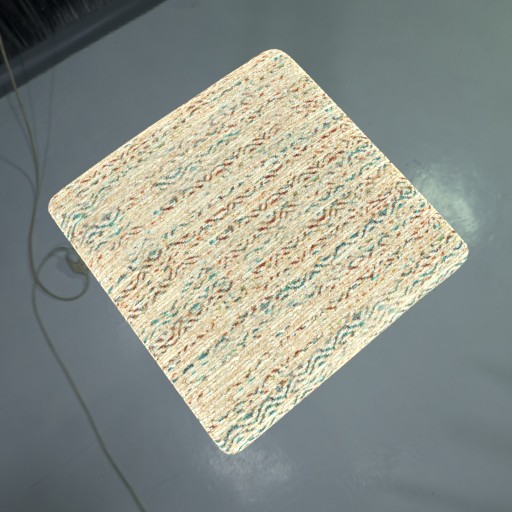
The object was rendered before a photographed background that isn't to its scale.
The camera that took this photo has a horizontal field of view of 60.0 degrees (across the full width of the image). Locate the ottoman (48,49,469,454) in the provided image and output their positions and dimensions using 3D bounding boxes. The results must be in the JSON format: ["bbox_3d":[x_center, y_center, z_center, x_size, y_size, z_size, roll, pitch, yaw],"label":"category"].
[{"bbox_3d":[0.000,0.000,0.910,0.512,0.453,0.521,-38,79,-9],"label":"ottoman"}]
